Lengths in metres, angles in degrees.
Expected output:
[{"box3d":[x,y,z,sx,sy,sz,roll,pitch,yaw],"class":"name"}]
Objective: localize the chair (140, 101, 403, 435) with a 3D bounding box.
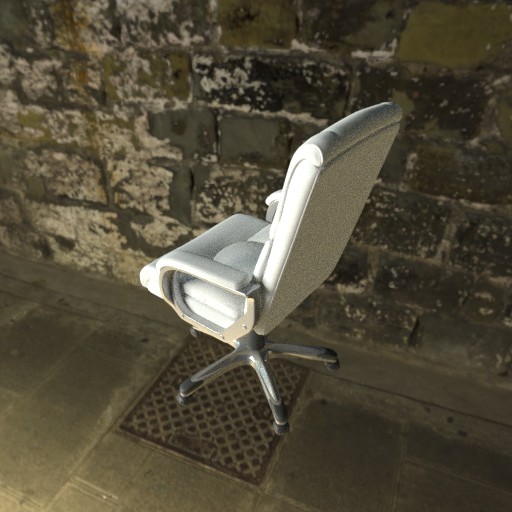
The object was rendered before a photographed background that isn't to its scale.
[{"box3d":[0.000,0.000,1.589,0.738,1.120,0.687,22,38,30],"class":"chair"}]
